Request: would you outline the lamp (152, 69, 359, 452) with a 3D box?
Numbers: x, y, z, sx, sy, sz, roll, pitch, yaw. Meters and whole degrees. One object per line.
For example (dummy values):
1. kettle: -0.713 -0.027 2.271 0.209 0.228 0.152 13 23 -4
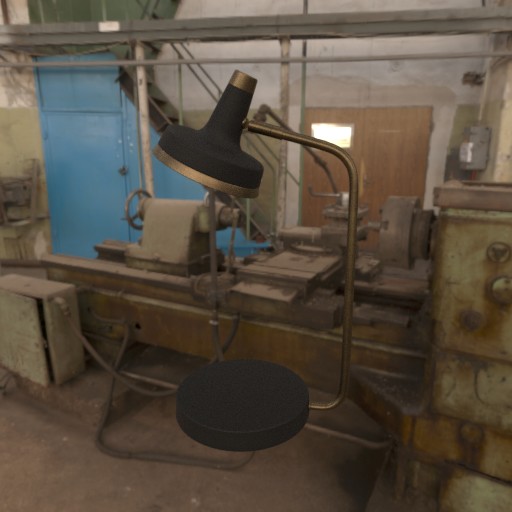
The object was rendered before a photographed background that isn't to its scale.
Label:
1. lamp: 0.000 0.000 0.491 0.218 0.385 0.162 3 15 10
